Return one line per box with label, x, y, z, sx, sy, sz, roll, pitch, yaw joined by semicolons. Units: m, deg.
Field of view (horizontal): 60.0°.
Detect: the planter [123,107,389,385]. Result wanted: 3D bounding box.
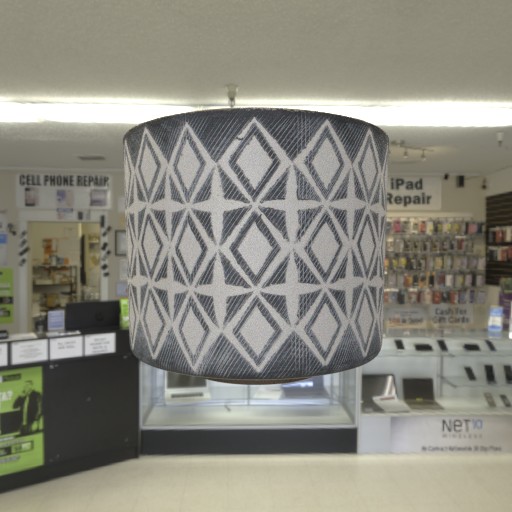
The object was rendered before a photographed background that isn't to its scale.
planter;0.000;0.000;0.336;0.192;0.165;0.192;0;1;0
